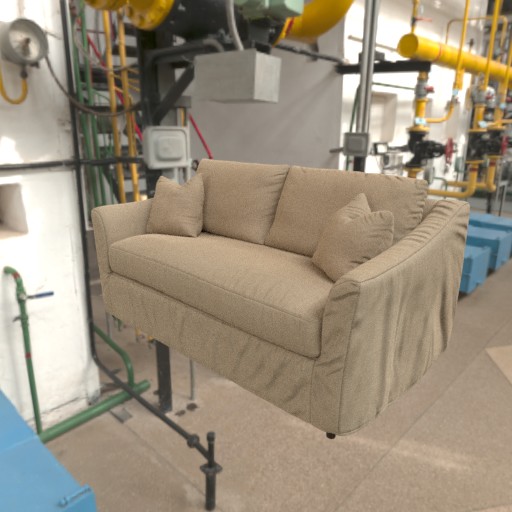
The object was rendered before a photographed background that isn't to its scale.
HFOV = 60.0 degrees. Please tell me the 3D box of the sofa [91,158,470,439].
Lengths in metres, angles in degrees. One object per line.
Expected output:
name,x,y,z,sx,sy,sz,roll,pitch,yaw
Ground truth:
sofa,0.000,0.000,2.611,2.010,1.018,1.072,15,22,42
